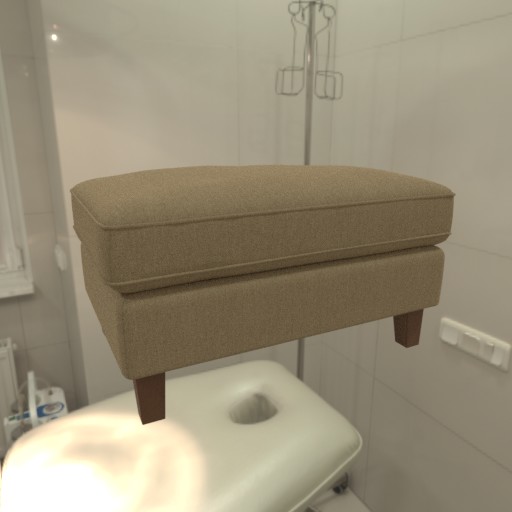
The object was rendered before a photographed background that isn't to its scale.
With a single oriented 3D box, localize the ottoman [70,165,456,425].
[{"bbox_3d":[0.000,0.000,1.303,0.945,0.521,0.636,-8,17,-26],"label":"ottoman"}]
